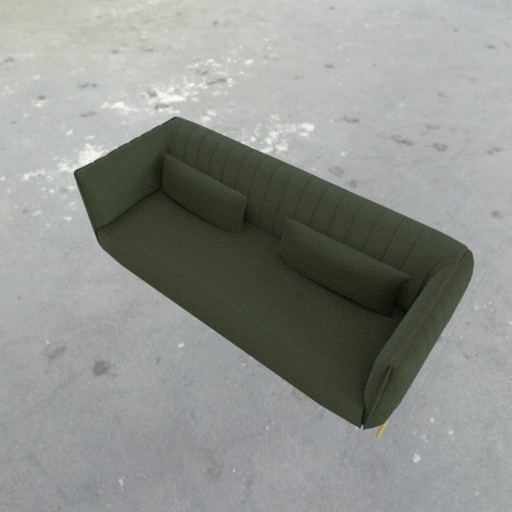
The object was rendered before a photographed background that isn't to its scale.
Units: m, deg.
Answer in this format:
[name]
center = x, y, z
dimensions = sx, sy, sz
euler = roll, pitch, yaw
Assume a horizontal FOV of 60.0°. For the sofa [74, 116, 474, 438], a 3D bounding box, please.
[sofa]
center = 0.000, 0.000, 2.605
dimensions = 2.137, 0.793, 0.896
euler = 30, 53, 25
